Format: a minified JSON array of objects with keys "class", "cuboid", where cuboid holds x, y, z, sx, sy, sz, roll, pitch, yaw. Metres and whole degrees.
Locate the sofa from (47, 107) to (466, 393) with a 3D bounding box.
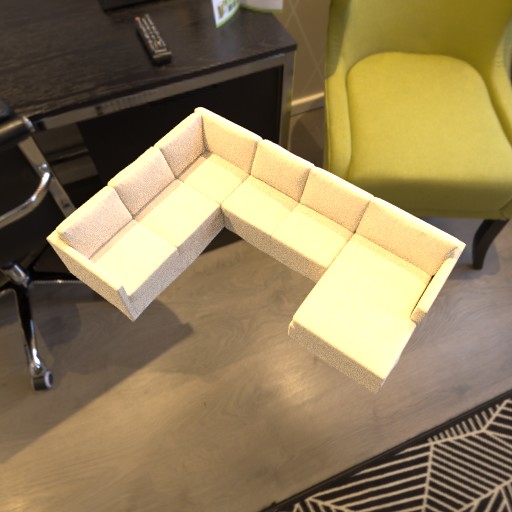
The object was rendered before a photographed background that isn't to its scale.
[{"class":"sofa","cuboid":[0.000,0.000,4.619,3.460,0.882,2.427,32,63,18]}]
